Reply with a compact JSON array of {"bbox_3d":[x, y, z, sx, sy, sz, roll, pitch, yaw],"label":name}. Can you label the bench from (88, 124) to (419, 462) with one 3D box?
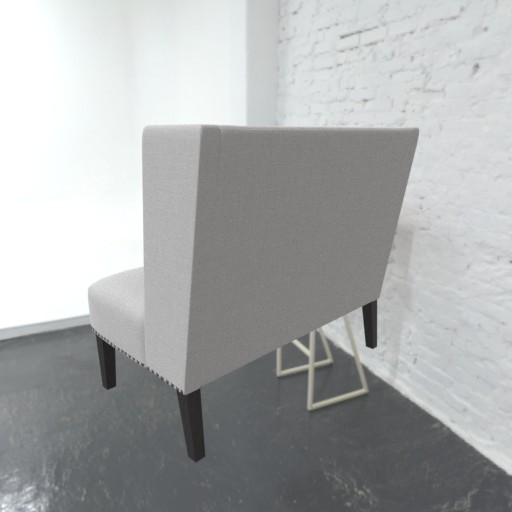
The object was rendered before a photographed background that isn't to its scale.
[{"bbox_3d":[0.000,0.000,2.006,0.847,1.123,1.280,15,22,43],"label":"bench"}]
